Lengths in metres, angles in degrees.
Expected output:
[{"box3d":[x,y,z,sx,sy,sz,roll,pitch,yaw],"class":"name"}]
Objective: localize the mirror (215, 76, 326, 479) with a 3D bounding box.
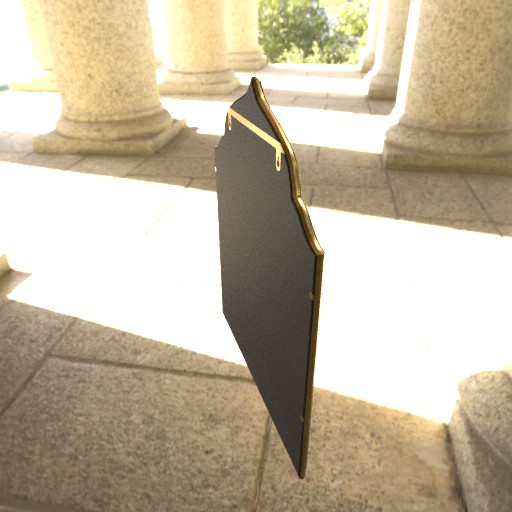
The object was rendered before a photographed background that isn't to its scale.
[{"box3d":[0.000,0.000,0.838,0.018,0.635,0.513,-10,31,-17],"class":"mirror"}]
